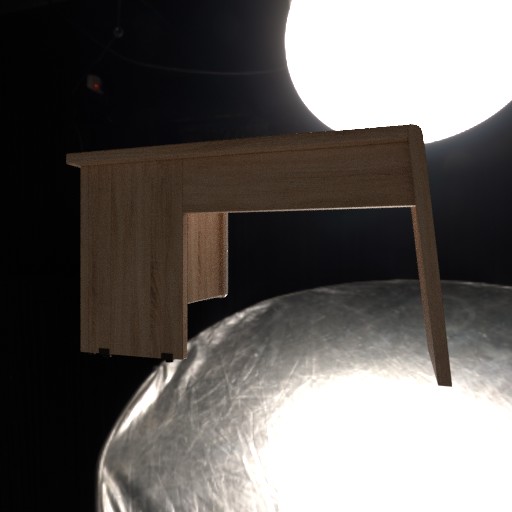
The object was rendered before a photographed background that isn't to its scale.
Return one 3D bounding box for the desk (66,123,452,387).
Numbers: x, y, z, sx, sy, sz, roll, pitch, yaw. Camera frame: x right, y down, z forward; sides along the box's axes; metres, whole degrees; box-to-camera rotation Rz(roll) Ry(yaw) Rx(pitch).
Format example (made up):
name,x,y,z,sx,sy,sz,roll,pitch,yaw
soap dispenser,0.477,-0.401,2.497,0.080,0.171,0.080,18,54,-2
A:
name,x,y,z,sx,sy,sz,roll,pitch,yaw
desk,0.000,0.000,1.657,1.300,0.750,0.500,0,0,18
